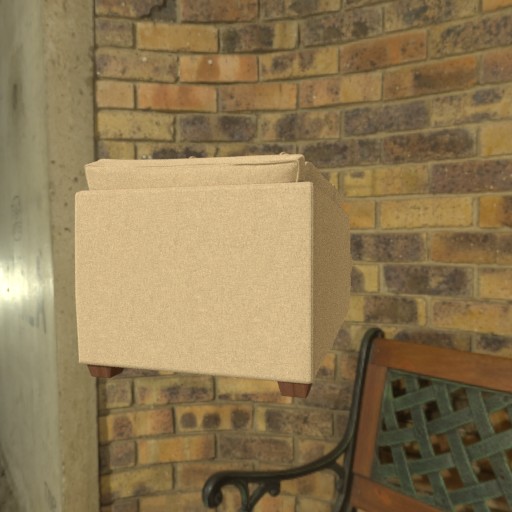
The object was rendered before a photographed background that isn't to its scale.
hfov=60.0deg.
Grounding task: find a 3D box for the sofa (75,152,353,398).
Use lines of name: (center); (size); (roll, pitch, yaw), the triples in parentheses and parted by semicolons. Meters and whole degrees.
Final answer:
sofa: (0.000, 0.000, 2.870); (1.110, 1.033, 2.237); (0, 2, 16)
